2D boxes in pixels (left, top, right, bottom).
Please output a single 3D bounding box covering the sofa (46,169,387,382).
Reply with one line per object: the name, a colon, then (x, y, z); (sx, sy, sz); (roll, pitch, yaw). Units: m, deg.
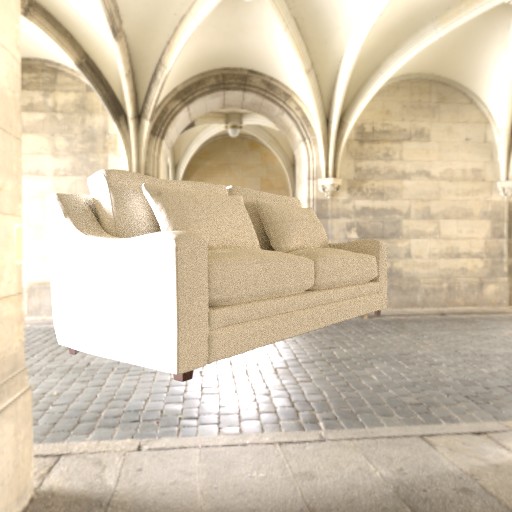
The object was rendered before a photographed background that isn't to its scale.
sofa: (0.000, 0.000, 3.063); (1.009, 1.022, 2.470); (1, 1, 36)
